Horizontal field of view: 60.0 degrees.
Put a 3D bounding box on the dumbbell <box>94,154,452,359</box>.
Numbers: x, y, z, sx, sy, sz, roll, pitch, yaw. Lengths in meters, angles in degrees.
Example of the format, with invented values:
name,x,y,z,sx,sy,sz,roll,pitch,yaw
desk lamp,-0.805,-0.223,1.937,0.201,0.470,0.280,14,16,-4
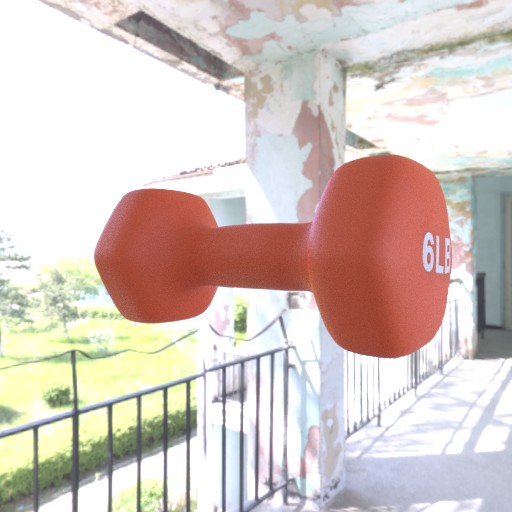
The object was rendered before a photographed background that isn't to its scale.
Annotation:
name,x,y,z,sx,sy,sz,roll,pitch,yaw
dumbbell,0.000,0.000,0.204,0.162,0.071,0.079,0,0,38
